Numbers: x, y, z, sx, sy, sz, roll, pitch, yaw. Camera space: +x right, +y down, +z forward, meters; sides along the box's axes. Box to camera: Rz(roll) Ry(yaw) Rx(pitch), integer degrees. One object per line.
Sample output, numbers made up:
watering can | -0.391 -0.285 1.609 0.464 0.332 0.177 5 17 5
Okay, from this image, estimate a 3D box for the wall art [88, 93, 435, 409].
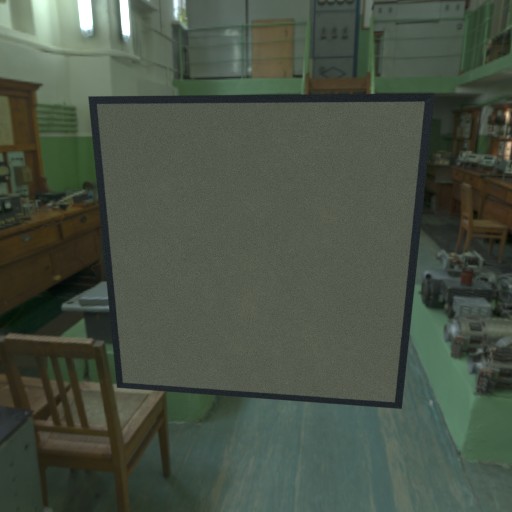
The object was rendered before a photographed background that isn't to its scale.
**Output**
wall art | 0.000 0.000 0.442 0.302 0.300 0.036 2 16 7
